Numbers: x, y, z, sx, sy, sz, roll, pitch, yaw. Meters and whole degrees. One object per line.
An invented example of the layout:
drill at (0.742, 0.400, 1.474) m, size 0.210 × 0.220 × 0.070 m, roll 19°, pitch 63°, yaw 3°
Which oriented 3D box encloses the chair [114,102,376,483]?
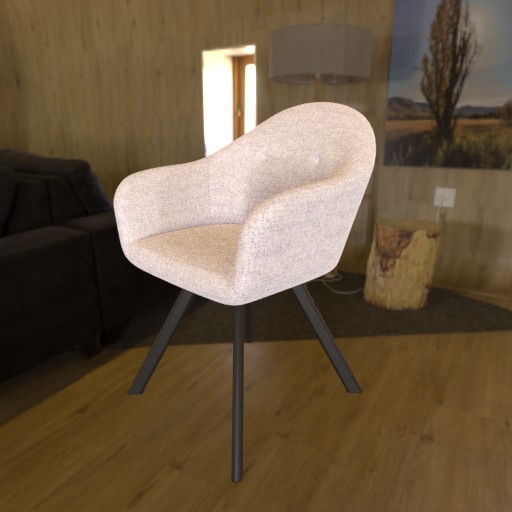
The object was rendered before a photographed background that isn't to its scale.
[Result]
chair at (0.000, 0.000, 1.165) m, size 0.570 × 0.780 × 0.540 m, roll -16°, pitch 23°, yaw -42°
